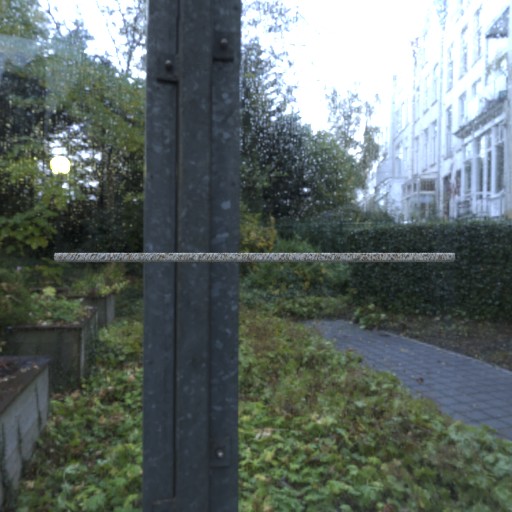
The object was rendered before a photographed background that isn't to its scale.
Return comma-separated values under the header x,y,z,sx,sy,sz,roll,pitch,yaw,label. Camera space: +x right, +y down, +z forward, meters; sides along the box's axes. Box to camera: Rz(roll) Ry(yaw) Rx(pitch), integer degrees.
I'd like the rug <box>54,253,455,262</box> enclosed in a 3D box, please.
x,y,z,sx,sy,sz,roll,pitch,yaw,label
0.000,0.000,2.102,1.200,0.027,1.600,0,0,0,rug
